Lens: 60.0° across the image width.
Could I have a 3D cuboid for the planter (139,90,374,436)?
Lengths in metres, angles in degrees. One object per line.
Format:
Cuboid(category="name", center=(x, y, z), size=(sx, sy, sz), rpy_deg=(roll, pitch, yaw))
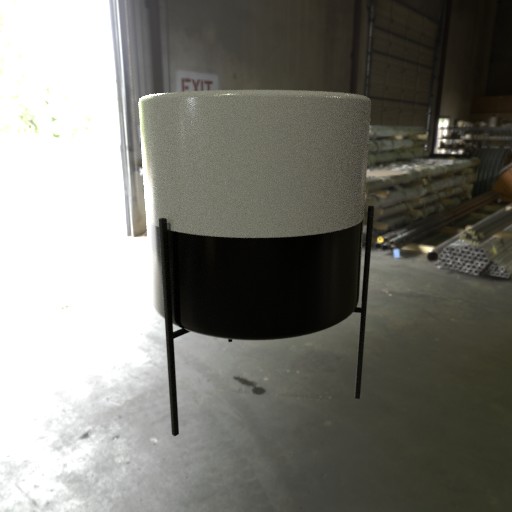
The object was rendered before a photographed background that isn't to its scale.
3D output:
Cuboid(category="planter", center=(0.000, 0.000, 0.644), size=(0.310, 0.432, 0.310), rpy_deg=(8, 18, 26))
